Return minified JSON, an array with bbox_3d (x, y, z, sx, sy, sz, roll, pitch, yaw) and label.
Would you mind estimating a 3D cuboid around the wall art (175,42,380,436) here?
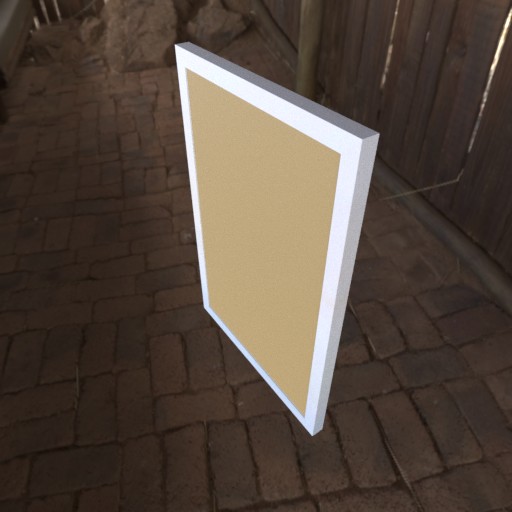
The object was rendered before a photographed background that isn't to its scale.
[{"bbox_3d":[0.000,0.000,1.170,0.039,0.915,0.612,-25,47,-26],"label":"wall art"}]
